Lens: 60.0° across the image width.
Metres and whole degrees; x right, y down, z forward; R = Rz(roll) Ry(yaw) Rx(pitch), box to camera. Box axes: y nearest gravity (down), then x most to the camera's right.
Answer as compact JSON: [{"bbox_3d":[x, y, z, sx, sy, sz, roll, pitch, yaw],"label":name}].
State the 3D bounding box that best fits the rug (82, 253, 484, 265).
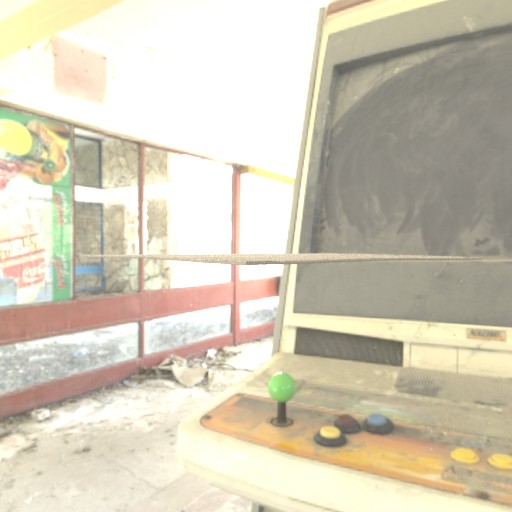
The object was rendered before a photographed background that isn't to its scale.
[{"bbox_3d":[0.000,0.000,4.285,2.434,0.045,3.202,-1,1,-36],"label":"rug"}]
